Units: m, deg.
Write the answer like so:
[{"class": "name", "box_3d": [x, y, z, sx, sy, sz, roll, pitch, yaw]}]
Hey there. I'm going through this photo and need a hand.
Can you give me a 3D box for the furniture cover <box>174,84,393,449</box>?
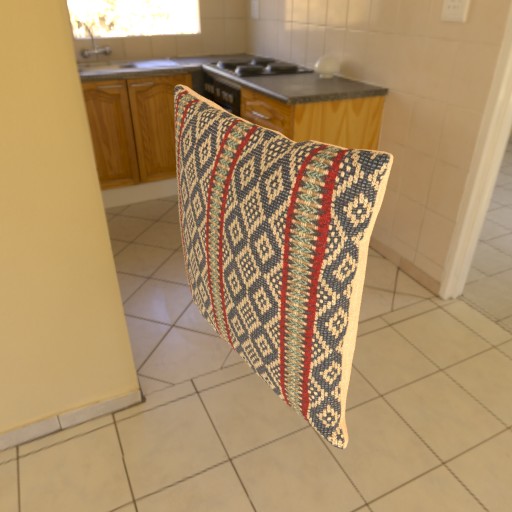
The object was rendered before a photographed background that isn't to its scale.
[{"class": "furniture cover", "box_3d": [0.000, 0.000, 0.668, 0.139, 0.431, 0.431, -20, 36, -30]}]
